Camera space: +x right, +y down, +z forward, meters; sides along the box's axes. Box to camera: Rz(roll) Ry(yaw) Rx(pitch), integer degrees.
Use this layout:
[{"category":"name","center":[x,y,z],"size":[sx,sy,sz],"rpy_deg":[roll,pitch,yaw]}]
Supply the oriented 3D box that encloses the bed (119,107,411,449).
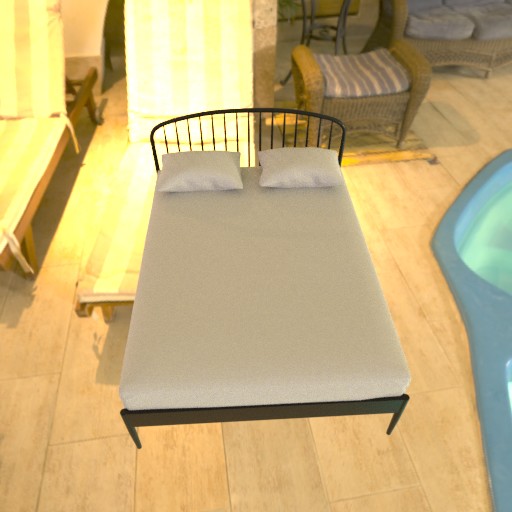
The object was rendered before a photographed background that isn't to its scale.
[{"category":"bed","center":[0.000,0.000,3.132],"size":[1.618,1.166,2.159],"rpy_deg":[-2,45,-2]}]
